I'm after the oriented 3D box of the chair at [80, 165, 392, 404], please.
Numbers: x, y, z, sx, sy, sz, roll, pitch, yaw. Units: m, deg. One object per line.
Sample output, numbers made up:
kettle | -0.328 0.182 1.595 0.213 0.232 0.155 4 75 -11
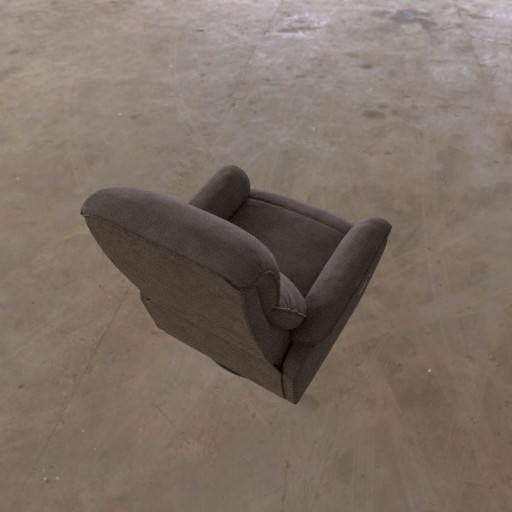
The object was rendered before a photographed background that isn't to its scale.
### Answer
chair | 0.000 0.000 1.756 0.830 1.036 1.009 24 50 22
